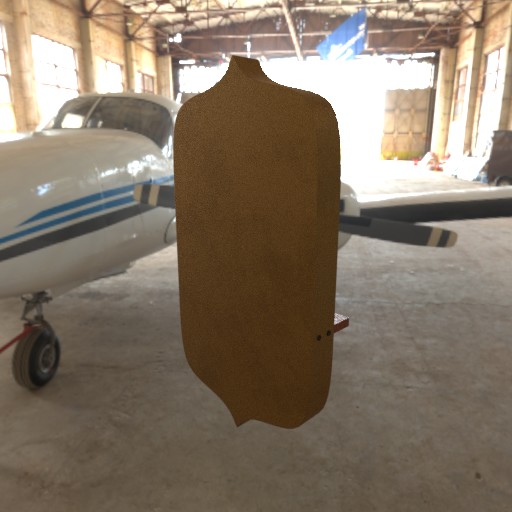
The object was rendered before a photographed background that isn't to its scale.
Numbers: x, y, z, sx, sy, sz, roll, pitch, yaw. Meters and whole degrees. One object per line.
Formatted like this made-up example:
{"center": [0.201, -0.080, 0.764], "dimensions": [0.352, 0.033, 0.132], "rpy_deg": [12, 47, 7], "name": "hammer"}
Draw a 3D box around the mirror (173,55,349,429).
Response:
{"center": [0.000, 0.000, 0.745], "dimensions": [0.096, 0.613, 0.323], "rpy_deg": [-14, 20, -43], "name": "mirror"}
